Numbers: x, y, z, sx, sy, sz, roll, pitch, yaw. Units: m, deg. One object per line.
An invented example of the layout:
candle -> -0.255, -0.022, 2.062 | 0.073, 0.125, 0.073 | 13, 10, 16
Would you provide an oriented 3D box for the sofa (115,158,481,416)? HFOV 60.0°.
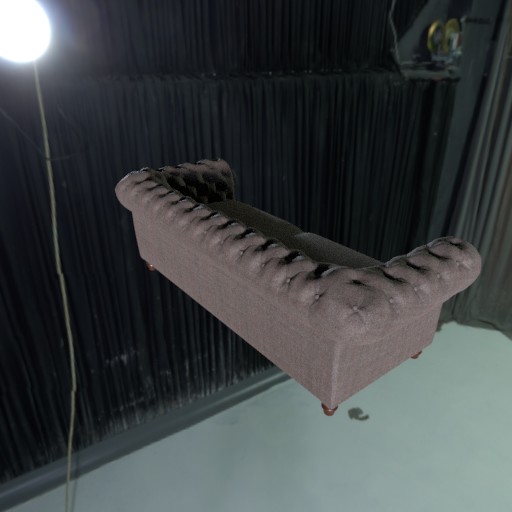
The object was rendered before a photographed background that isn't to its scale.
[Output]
sofa -> 0.000, 0.000, 2.827 | 0.944, 0.787, 2.385 | -19, 32, -34
